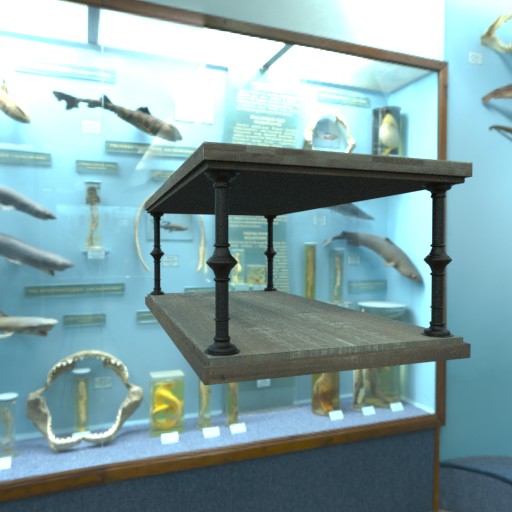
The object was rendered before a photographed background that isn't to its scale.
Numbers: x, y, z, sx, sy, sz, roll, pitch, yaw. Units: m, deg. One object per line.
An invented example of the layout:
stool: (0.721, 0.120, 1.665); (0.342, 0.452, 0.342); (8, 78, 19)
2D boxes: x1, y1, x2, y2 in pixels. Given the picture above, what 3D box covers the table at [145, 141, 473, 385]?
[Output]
table: (0.000, 0.000, 1.327); (0.554, 0.399, 1.088); (0, 1, -19)
